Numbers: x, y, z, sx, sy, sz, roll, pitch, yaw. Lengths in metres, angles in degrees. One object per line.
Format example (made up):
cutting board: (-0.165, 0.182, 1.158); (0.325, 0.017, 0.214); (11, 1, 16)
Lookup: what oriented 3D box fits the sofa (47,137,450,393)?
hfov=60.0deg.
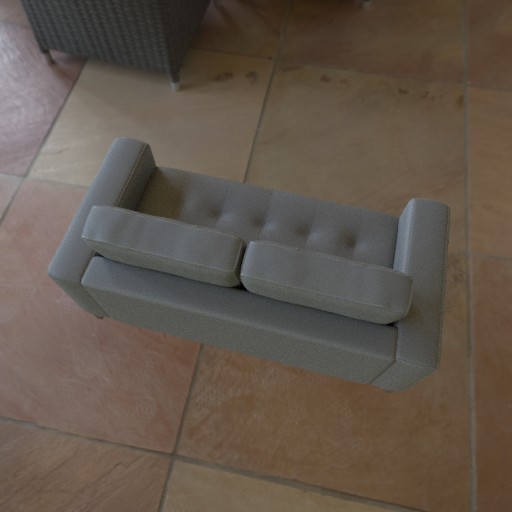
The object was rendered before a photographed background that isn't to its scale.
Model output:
sofa: (0.000, 0.000, 2.173); (1.726, 0.893, 0.833); (13, 64, 6)
